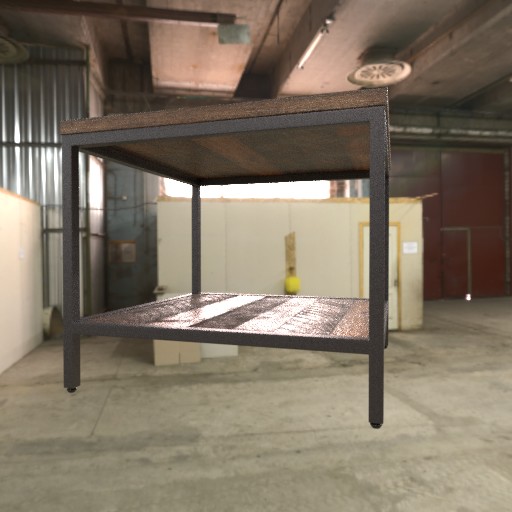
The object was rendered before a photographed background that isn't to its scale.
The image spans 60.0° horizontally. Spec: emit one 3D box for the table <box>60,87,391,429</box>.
[{"bbox_3d":[0.000,0.000,0.962,0.553,0.482,0.548,0,1,17],"label":"table"}]
